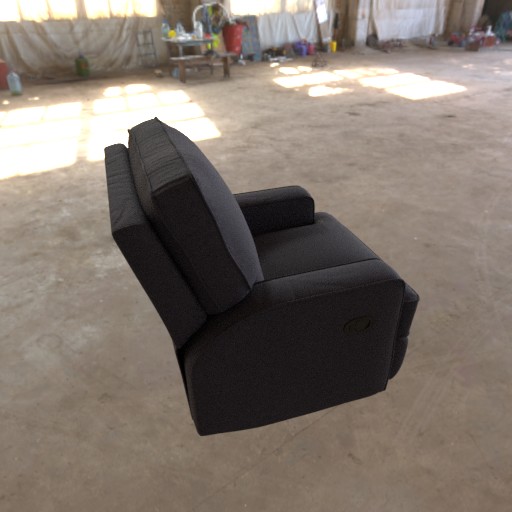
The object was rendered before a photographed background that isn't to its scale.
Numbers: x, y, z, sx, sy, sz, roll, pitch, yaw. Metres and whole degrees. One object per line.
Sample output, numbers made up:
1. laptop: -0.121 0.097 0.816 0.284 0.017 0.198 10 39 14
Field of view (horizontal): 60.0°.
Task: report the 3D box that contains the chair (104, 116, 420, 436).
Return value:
1. chair: 0.000 0.000 1.667 0.964 0.962 0.861 -9 32 -15
